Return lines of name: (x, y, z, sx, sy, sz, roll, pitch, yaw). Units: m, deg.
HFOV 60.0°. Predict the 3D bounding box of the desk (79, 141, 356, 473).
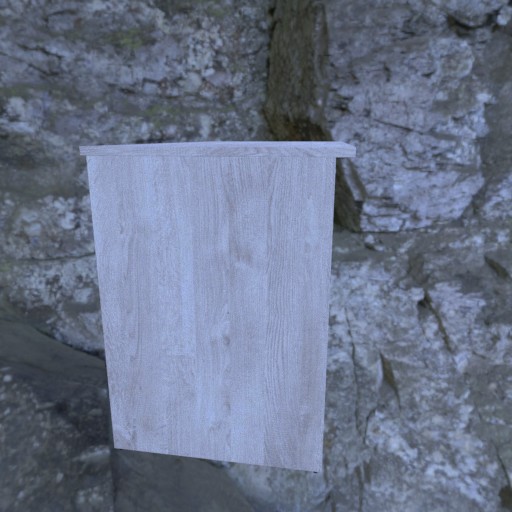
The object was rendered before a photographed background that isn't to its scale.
desk: (0.000, 0.000, 1.490, 0.560, 0.735, 1.097, 2, 15, 9)
